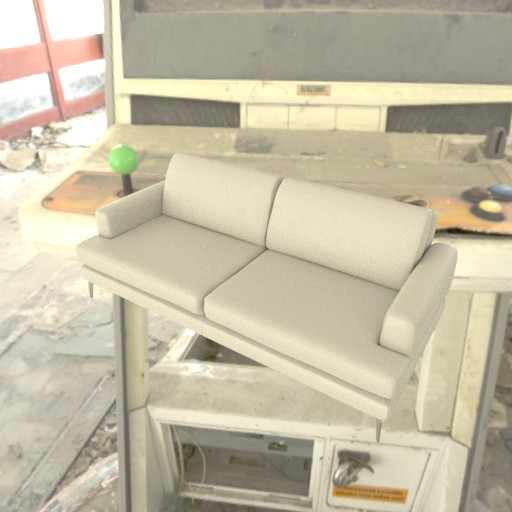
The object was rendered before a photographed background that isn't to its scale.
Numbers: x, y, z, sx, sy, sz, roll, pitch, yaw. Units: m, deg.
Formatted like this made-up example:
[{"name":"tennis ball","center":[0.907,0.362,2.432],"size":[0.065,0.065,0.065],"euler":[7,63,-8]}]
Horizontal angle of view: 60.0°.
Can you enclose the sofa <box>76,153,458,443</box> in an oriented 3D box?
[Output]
[{"name":"sofa","center":[0.000,0.000,2.468],"size":[1.940,0.765,0.974],"euler":[19,35,29]}]
